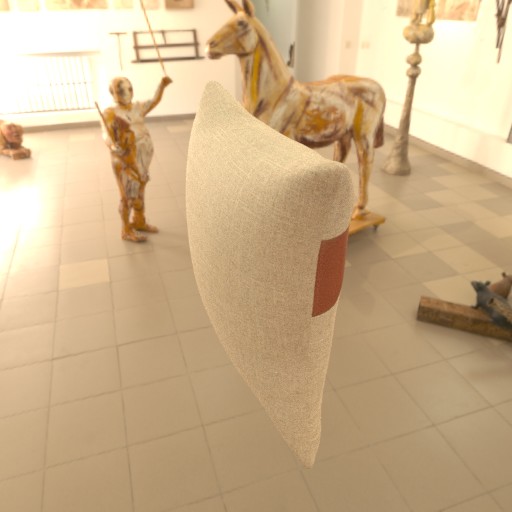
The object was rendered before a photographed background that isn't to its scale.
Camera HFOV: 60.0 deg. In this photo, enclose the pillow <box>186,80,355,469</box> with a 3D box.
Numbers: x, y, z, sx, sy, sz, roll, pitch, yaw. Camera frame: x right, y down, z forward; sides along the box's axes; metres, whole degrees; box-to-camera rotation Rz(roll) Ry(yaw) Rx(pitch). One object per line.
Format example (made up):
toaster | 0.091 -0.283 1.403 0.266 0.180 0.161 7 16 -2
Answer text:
pillow | 0.000 0.000 0.617 0.173 0.399 0.414 -10 32 -16
